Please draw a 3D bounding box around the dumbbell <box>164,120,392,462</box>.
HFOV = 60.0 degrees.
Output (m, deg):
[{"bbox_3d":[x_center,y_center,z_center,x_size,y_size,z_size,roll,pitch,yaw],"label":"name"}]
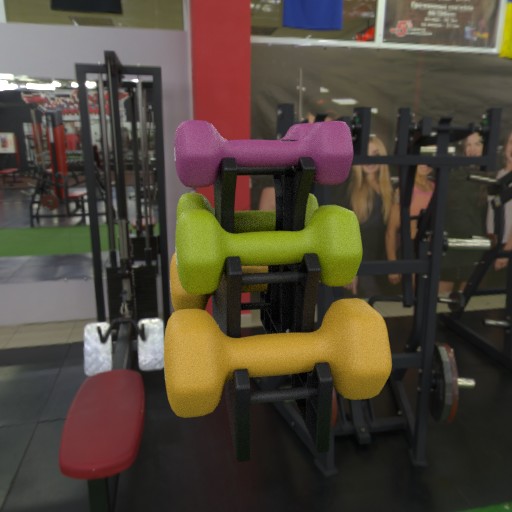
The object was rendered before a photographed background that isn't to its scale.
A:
[{"bbox_3d":[0.000,0.000,0.469,0.190,0.271,0.300,-2,16,-9],"label":"dumbbell"}]
